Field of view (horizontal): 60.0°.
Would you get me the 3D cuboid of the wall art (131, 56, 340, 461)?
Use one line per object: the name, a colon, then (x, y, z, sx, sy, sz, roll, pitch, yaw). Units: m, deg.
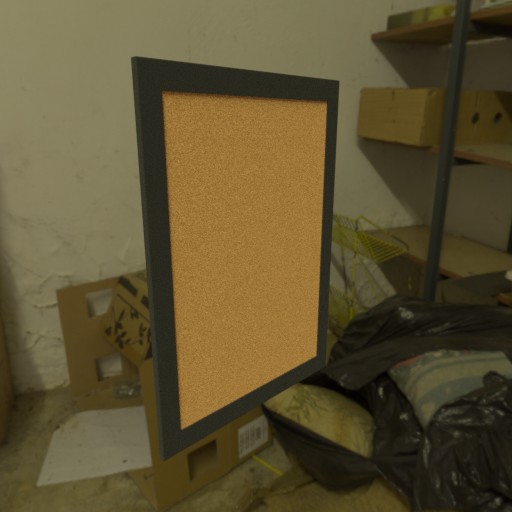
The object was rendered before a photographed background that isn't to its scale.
wall art: (0.000, 0.000, 0.682, 0.374, 0.529, 0.012, -15, 22, -42)
